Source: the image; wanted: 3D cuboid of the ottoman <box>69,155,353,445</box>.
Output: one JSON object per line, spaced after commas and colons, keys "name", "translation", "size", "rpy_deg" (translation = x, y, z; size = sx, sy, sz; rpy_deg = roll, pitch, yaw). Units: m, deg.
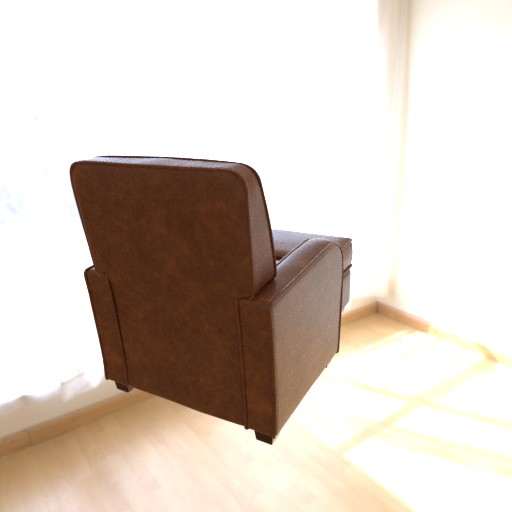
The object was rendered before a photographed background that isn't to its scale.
{"name": "ottoman", "translation": [0.000, 0.000, 1.895], "size": [0.732, 0.904, 1.314], "rpy_deg": [9, 19, 27]}
